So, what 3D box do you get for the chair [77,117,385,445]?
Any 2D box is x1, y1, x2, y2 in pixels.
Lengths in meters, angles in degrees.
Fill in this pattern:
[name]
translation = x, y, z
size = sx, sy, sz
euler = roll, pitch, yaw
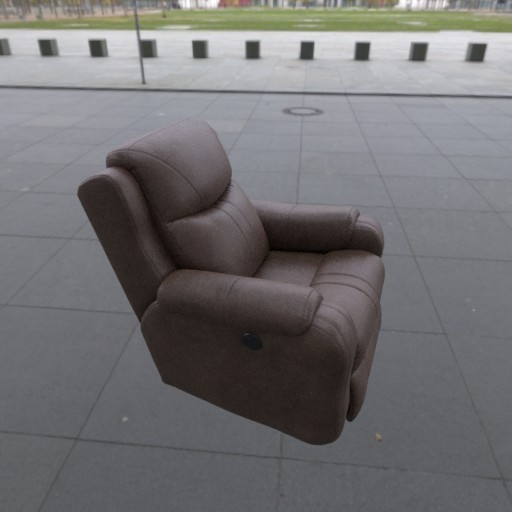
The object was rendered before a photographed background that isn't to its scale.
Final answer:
[chair]
translation = 0.000, 0.000, 1.848
size = 1.067, 0.990, 0.940
euler = 11, 31, 18
